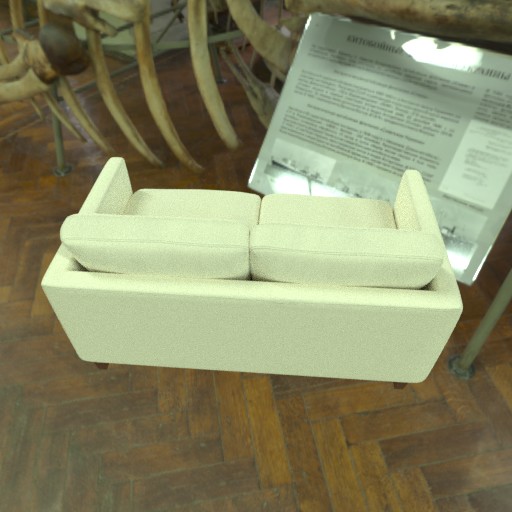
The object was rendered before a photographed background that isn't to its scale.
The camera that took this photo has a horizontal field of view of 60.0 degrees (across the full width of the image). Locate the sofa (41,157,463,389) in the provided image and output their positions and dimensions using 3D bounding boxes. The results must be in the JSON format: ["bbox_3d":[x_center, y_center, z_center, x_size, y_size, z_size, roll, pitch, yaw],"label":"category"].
[{"bbox_3d":[0.000,0.000,2.234,1.702,0.888,0.964,3,46,3],"label":"sofa"}]
